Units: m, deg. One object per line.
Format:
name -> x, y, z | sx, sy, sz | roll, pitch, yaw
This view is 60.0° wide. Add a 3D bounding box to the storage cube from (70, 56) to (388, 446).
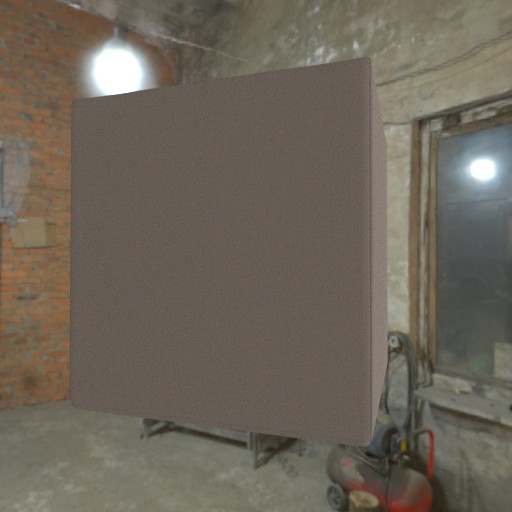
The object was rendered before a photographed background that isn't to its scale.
storage cube -> 0.000, 0.000, 0.482 | 0.270, 0.280, 0.270 | 0, -1, 19
